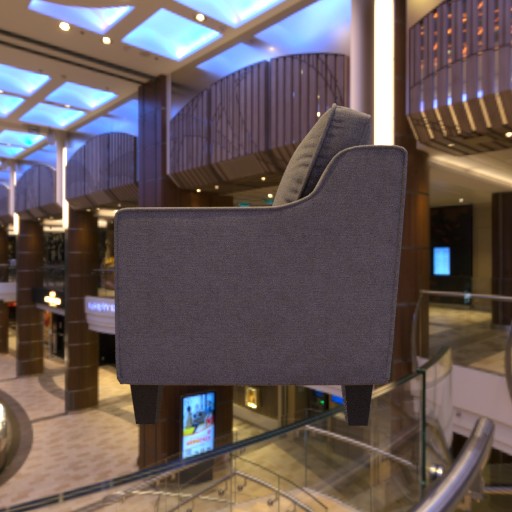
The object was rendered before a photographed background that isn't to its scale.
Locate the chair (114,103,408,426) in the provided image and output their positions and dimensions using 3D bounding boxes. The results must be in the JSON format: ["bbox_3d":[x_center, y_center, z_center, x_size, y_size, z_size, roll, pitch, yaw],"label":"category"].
[{"bbox_3d":[0.000,0.000,1.654,0.840,0.944,0.926,0,0,1],"label":"chair"}]
